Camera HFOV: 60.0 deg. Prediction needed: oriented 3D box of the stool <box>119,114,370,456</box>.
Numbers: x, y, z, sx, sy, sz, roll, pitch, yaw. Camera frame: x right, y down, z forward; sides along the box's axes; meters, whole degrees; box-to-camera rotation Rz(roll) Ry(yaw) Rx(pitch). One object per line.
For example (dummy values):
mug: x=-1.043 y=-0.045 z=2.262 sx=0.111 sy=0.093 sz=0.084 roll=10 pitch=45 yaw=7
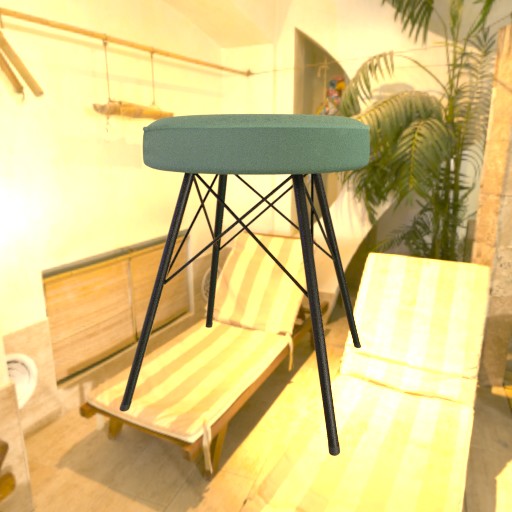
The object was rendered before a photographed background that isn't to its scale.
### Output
stool: x=0.000 y=0.000 z=0.873 sx=0.457 sy=0.519 sz=0.458 roll=7 pitch=17 yaw=25
